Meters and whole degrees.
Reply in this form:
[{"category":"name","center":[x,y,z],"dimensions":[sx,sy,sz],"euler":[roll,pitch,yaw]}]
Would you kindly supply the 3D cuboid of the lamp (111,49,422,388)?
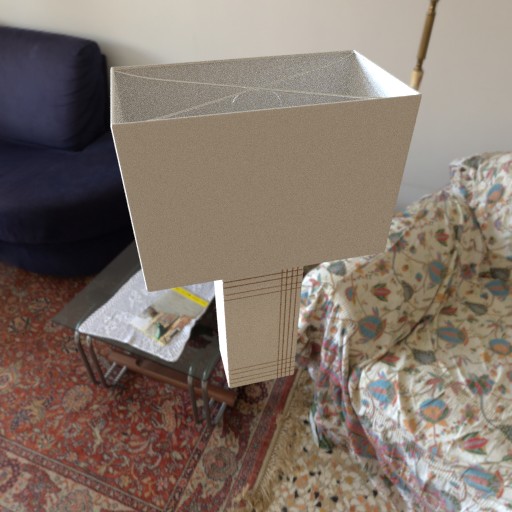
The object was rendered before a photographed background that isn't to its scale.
[{"category":"lamp","center":[0.000,0.000,0.697],"dimensions":[0.334,0.543,0.182],"euler":[-9,41,-11]}]
